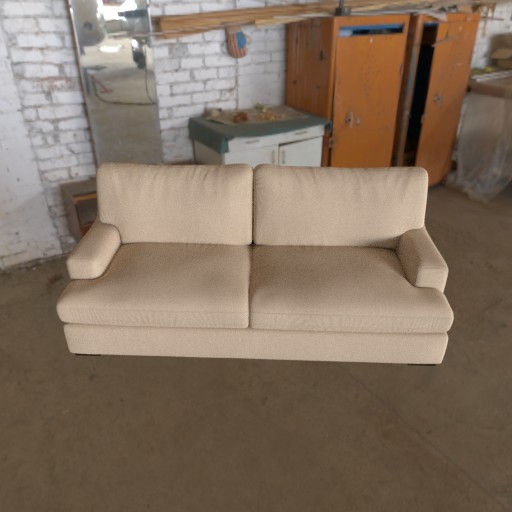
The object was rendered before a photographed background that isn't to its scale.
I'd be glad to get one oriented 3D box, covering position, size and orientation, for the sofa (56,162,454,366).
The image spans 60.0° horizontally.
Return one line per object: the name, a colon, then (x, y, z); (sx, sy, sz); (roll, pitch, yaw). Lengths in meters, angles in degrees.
sofa: (0.000, 0.000, 2.667); (2.147, 0.925, 0.929); (1, 31, 2)
